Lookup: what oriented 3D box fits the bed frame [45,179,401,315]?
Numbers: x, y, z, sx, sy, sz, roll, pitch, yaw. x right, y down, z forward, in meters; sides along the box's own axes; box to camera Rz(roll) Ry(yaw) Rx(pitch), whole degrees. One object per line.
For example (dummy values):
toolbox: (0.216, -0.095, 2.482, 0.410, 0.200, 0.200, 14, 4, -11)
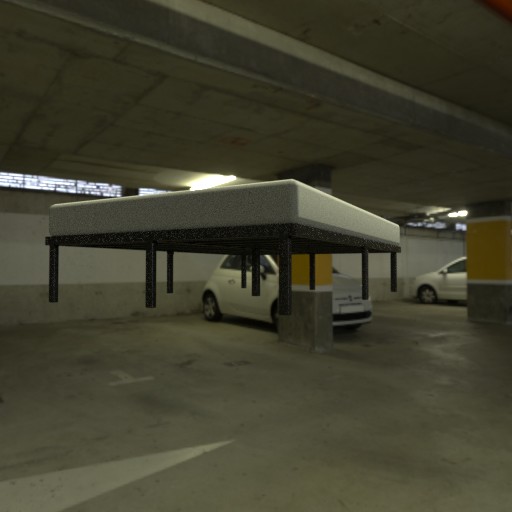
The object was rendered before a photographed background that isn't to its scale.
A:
bed frame: (0.000, 0.000, 3.763, 2.205, 0.680, 2.842, -1, -2, 36)
